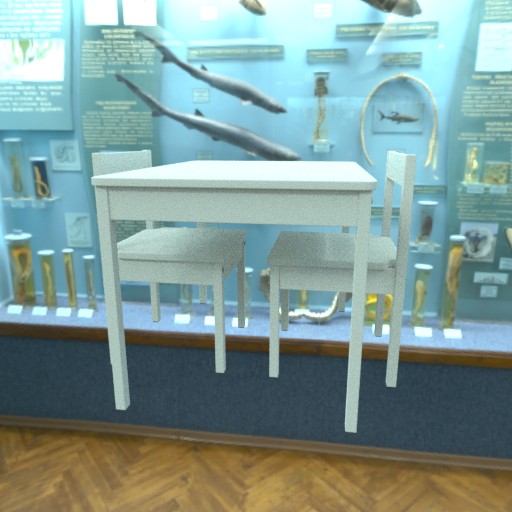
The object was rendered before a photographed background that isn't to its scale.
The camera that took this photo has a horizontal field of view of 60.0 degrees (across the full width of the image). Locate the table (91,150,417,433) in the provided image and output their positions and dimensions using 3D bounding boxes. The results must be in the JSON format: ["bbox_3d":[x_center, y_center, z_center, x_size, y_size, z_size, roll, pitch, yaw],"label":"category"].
[{"bbox_3d":[0.000,0.000,1.099,0.672,0.503,0.650,2,15,9],"label":"table"}]
